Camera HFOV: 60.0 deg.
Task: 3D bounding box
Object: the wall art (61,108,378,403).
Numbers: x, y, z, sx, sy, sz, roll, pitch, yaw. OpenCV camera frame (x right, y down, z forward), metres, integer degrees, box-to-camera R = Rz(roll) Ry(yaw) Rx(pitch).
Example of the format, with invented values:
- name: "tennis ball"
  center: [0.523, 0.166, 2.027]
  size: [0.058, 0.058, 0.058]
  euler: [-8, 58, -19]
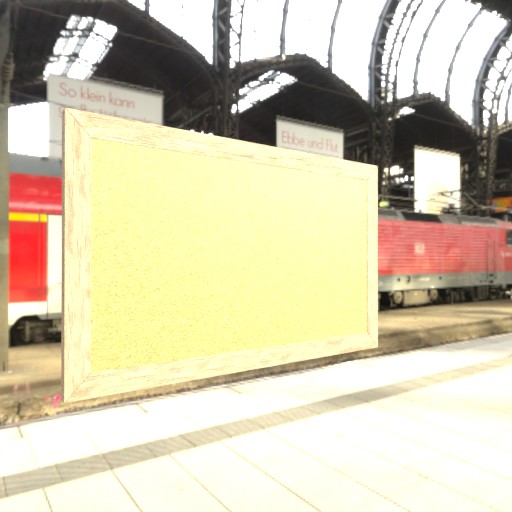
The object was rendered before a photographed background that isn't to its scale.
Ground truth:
- name: "wall art"
  center: [0.000, 0.000, 0.955]
  size: [0.780, 0.480, 0.021]
  euler: [0, 0, -36]
